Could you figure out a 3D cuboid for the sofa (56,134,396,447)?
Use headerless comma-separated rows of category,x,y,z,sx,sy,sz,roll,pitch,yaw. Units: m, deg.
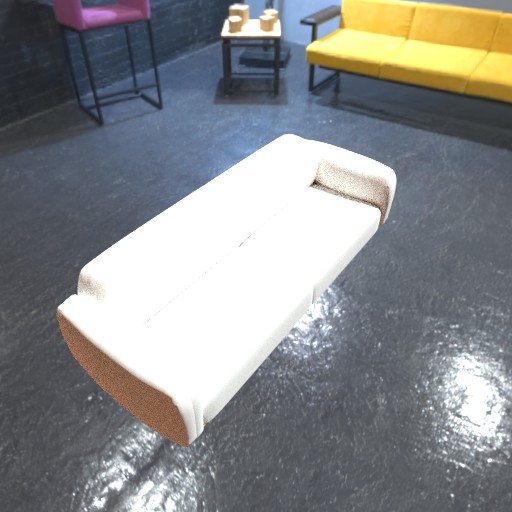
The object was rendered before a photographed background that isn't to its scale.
sofa,0.000,0.000,2.737,0.870,0.780,2.280,26,47,27
